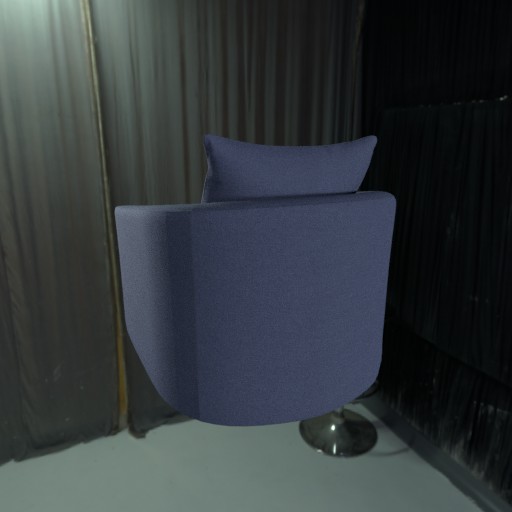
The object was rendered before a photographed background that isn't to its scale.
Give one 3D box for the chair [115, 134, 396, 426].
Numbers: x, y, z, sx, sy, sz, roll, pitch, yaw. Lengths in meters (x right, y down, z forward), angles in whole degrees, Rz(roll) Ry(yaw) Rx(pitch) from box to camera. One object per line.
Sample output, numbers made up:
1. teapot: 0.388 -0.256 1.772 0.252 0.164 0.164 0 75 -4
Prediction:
1. chair: 0.000 0.000 1.602 0.845 0.848 0.910 -7 17 -25
